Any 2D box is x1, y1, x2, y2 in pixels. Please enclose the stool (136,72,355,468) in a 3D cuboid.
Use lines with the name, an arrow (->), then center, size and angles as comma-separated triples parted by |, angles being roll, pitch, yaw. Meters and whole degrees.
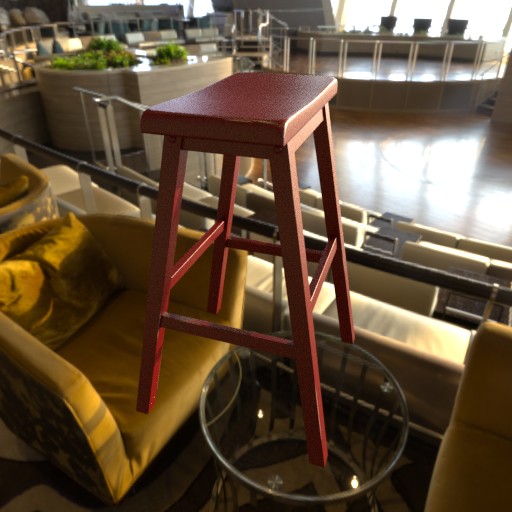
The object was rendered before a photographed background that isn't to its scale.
stool -> 0.000, 0.000, 1.039 | 0.476, 0.737, 0.457 | 10, 32, 16
